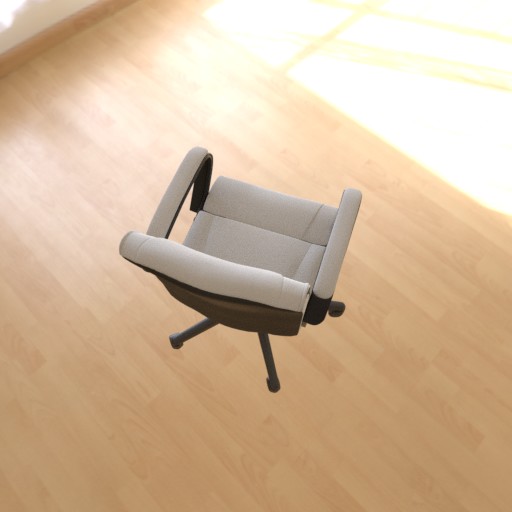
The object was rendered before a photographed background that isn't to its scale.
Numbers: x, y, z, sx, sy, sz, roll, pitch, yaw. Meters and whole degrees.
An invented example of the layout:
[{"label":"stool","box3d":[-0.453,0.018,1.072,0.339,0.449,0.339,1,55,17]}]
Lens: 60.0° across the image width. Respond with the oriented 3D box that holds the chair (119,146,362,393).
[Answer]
[{"label":"chair","box3d":[0.000,0.000,1.517,0.739,1.004,0.717,17,64,9]}]
